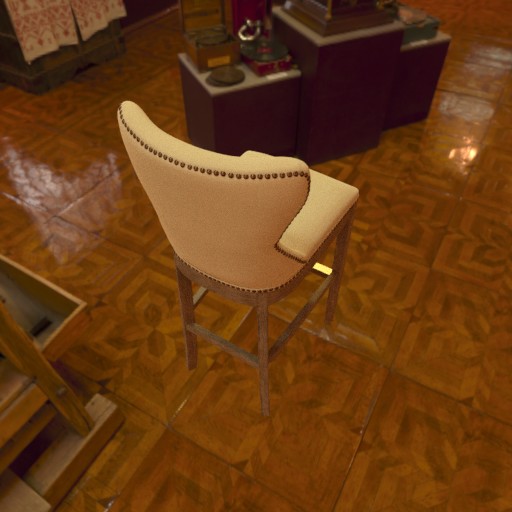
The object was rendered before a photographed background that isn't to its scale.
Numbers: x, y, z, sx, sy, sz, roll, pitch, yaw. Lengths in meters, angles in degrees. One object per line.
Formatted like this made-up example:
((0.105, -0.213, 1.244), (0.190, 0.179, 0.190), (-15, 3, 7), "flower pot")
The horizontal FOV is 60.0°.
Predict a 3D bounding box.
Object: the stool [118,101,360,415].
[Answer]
((0.000, 0.000, 1.440), (0.494, 1.123, 0.606), (24, 51, 21), "stool")
